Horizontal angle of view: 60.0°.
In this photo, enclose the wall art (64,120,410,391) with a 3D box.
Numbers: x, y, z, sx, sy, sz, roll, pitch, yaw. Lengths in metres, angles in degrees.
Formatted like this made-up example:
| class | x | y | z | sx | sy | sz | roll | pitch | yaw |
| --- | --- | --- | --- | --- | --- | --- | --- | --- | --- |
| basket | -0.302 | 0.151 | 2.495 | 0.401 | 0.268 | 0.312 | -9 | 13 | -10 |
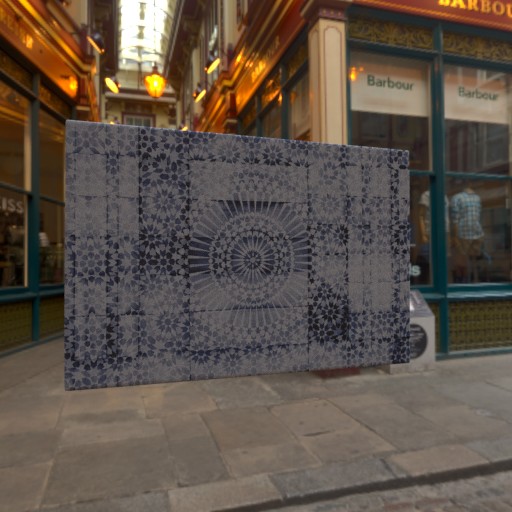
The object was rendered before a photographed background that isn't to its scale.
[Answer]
| class | x | y | z | sx | sy | sz | roll | pitch | yaw |
| --- | --- | --- | --- | --- | --- | --- | --- | --- | --- |
| wall art | 0.000 | 0.000 | 0.768 | 0.608 | 0.406 | 0.030 | 0 | -1 | -18 |
